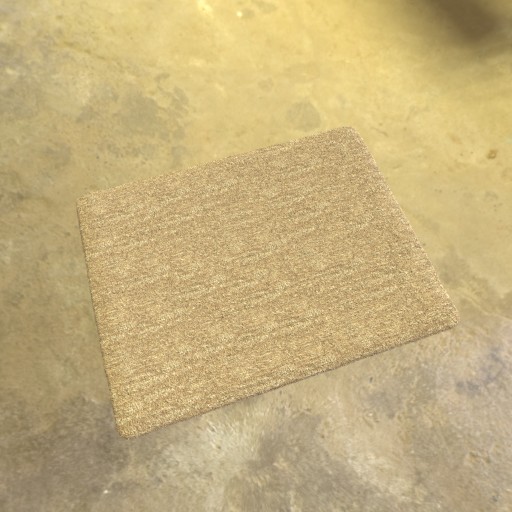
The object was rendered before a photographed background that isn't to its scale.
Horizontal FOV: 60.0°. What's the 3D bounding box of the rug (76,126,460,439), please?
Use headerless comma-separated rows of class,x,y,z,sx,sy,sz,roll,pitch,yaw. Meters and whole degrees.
rug,0.000,0.000,3.869,2.873,0.050,2.242,-17,66,-8
